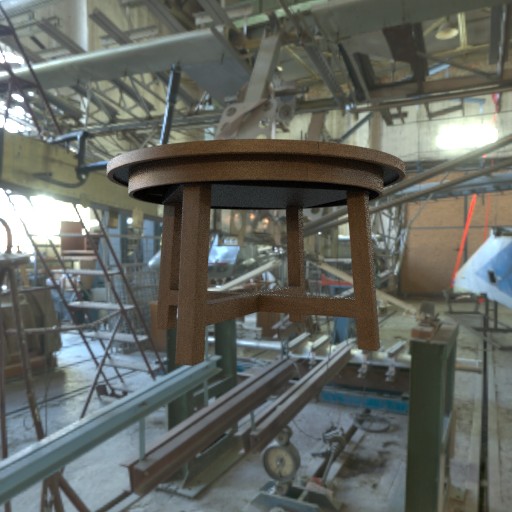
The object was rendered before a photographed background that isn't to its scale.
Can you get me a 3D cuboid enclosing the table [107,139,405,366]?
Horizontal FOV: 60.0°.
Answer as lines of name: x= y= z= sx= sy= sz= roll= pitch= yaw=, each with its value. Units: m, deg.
table: x=0.000 y=0.000 z=2.073 sx=1.319 sy=0.762 sz=1.319 roll=0 pitch=1 yaw=0
